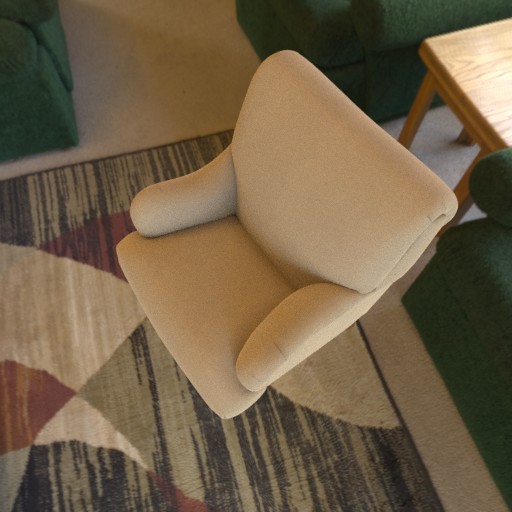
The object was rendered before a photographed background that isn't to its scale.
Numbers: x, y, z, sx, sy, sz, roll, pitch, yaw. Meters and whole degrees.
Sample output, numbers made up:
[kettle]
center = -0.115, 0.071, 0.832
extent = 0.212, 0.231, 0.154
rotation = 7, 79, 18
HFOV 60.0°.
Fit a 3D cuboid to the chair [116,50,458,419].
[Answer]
[chair]
center = 0.000, 0.000, 1.552
extent = 0.842, 0.942, 0.766
rotation = -32, 67, -16
